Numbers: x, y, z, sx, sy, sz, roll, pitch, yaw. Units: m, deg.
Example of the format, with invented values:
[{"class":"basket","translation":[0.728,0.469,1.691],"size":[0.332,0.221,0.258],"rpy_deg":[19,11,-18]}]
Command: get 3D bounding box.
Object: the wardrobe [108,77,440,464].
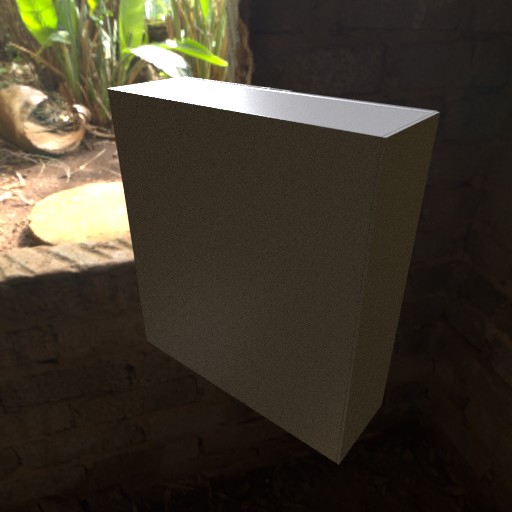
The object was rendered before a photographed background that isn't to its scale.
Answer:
[{"class":"wardrobe","translation":[0.000,0.000,2.862],"size":[1.780,1.960,0.629],"rpy_deg":[22,36,33]}]
